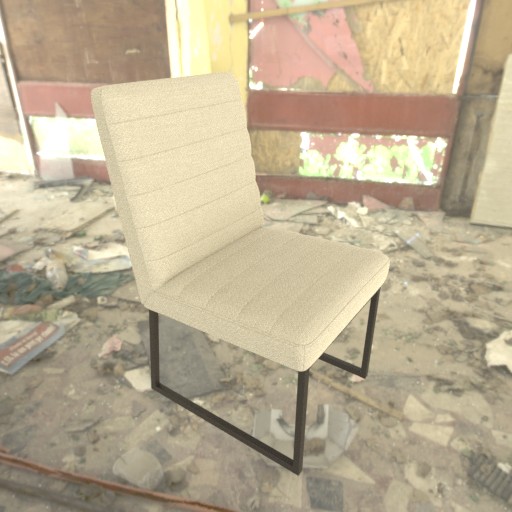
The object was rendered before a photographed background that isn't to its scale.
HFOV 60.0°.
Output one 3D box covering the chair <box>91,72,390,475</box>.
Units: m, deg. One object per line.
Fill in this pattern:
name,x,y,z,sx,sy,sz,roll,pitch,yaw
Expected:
chair,0.000,0.000,1.273,0.634,0.930,0.520,18,32,31
